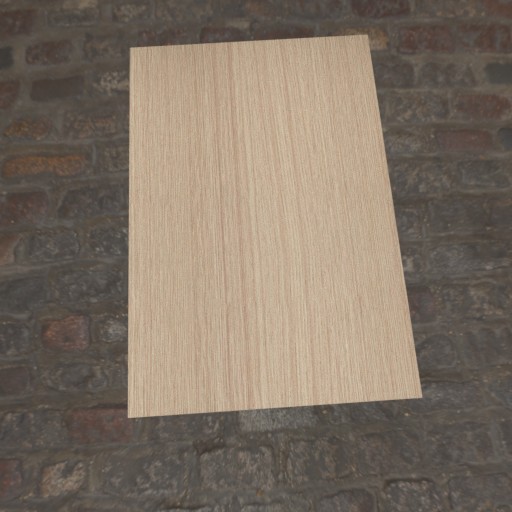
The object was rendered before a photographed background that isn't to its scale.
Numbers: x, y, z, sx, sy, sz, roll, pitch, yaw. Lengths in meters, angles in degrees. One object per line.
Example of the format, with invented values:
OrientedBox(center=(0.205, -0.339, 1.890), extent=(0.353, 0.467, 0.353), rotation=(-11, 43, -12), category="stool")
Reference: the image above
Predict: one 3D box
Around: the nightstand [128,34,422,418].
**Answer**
OrientedBox(center=(0.000, 0.000, 0.951), extent=(0.407, 0.610, 0.571), rotation=(-4, 76, -1), category="nightstand")
